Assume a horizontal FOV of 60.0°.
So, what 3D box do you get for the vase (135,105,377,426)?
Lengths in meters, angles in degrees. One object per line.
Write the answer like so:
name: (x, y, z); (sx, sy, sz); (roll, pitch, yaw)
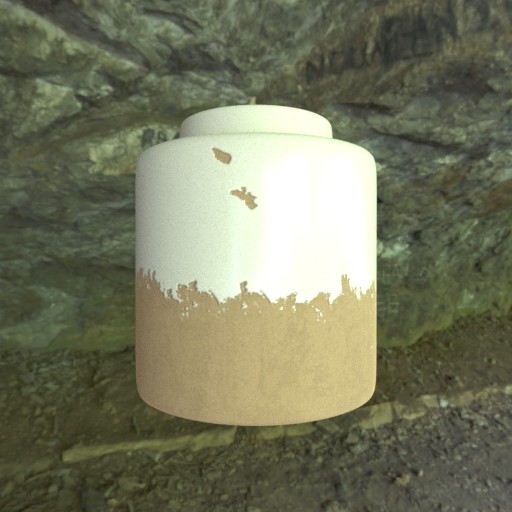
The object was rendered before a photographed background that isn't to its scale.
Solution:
vase: (0.000, 0.000, 0.291); (0.153, 0.167, 0.153); (0, 0, 0)
